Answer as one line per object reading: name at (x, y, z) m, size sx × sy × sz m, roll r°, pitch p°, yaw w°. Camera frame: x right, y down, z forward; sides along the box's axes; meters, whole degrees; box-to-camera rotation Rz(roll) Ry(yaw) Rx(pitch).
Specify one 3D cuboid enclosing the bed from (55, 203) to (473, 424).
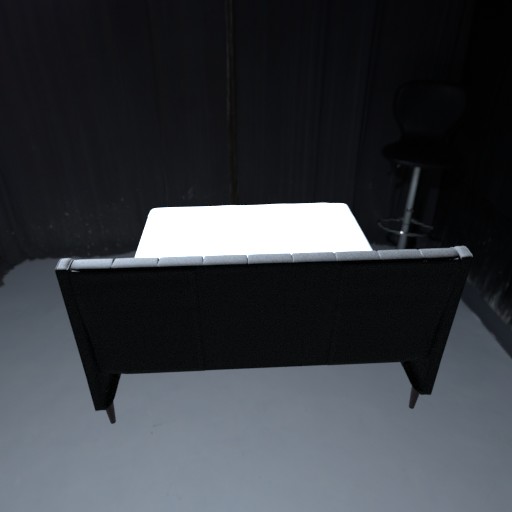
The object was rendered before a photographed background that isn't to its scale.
bed at (0.000, 0.000, 2.540) m, size 1.531 × 0.933 × 1.638 m, roll -2°, pitch 31°, yaw -3°
